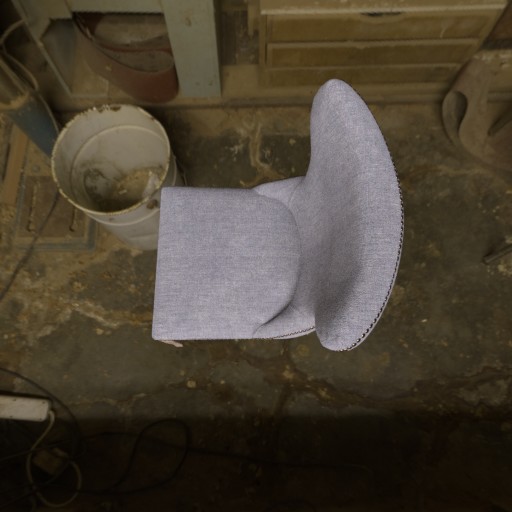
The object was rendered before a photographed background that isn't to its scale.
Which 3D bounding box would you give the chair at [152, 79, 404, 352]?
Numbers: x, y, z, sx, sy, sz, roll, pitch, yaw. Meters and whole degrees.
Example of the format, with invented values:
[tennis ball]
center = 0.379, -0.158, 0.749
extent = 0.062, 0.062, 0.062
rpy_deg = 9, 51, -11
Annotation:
[chair]
center = 0.000, 0.000, 1.457
extent = 0.681, 1.002, 0.654
rpy_deg = 0, 75, 0
